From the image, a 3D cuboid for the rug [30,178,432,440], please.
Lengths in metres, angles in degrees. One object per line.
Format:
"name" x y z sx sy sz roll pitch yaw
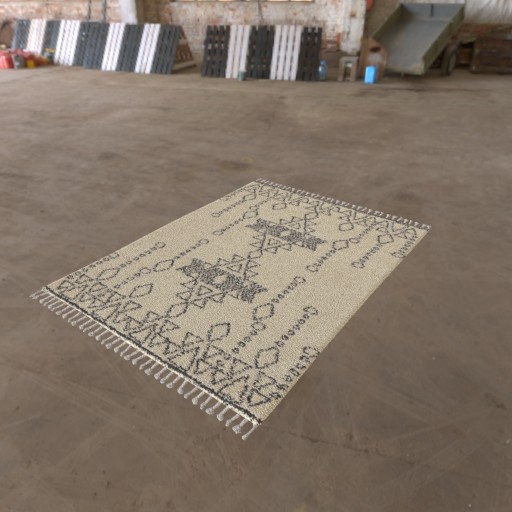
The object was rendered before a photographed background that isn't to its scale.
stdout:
"rug" 0.000 0.000 3.885 2.125 0.028 3.027 21 37 31
